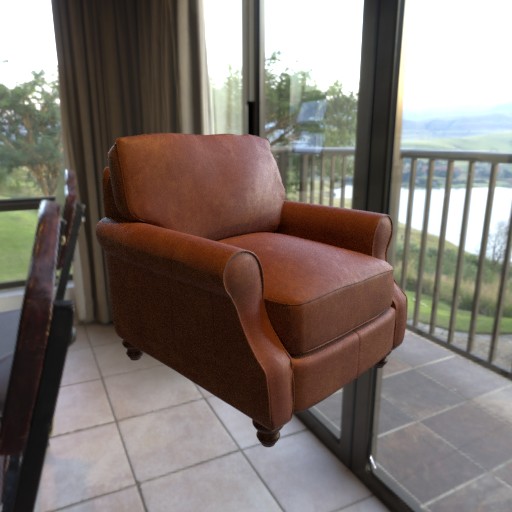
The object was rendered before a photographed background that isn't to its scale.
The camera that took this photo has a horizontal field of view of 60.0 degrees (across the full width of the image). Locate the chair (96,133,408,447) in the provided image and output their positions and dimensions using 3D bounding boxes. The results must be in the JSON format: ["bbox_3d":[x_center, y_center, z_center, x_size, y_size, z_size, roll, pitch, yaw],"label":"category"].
[{"bbox_3d":[0.000,0.000,1.797,0.986,0.962,0.983,14,21,42],"label":"chair"}]
